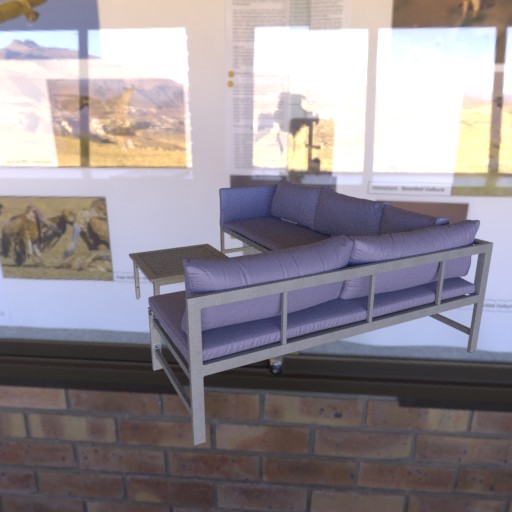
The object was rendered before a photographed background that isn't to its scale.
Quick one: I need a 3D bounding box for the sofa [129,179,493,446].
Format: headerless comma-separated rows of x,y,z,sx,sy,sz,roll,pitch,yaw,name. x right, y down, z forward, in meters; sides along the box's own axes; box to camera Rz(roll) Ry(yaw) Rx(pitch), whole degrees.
0.000,0.000,2.916,1.658,0.762,2.149,-9,19,-26,sofa
